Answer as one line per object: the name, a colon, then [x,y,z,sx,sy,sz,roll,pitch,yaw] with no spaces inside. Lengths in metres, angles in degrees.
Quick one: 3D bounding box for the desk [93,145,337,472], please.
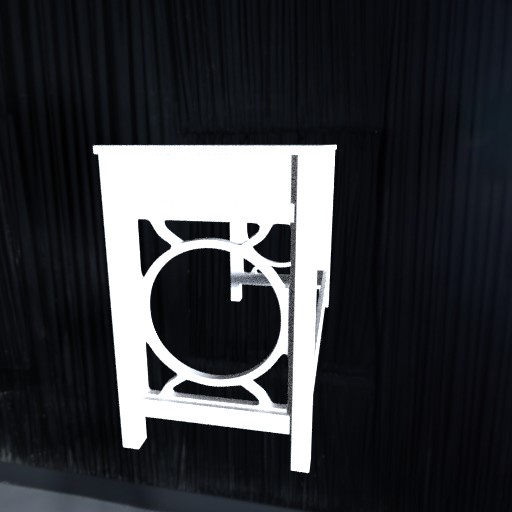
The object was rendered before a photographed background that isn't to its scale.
desk: [0.000,0.000,1.571,0.504,0.762,1.191,3,14,11]
